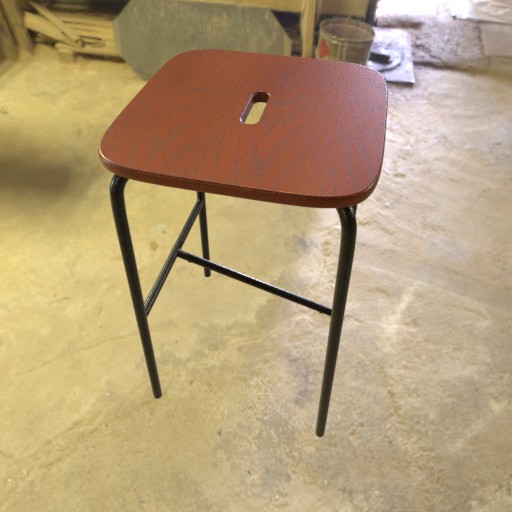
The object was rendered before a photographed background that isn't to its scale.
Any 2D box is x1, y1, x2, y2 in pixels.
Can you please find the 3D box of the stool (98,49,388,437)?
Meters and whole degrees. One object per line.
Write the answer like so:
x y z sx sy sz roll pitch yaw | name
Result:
0.000 0.000 0.842 0.376 0.610 0.376 10 48 9 | stool
